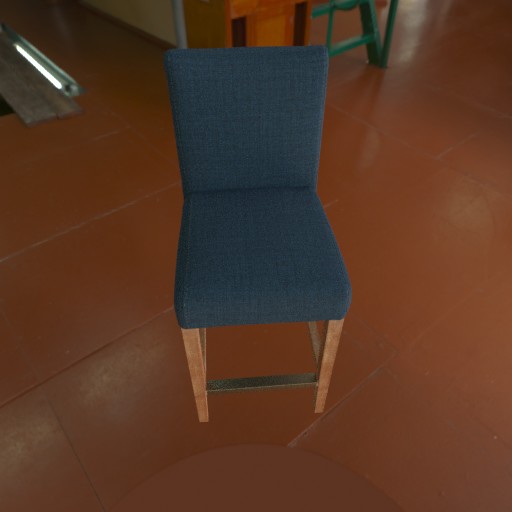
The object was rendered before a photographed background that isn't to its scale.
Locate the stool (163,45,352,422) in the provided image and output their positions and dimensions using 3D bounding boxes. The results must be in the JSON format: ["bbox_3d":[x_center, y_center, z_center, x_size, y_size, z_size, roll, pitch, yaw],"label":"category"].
[{"bbox_3d":[0.000,0.000,1.342,0.454,1.039,0.567,-3,46,-3],"label":"stool"}]
